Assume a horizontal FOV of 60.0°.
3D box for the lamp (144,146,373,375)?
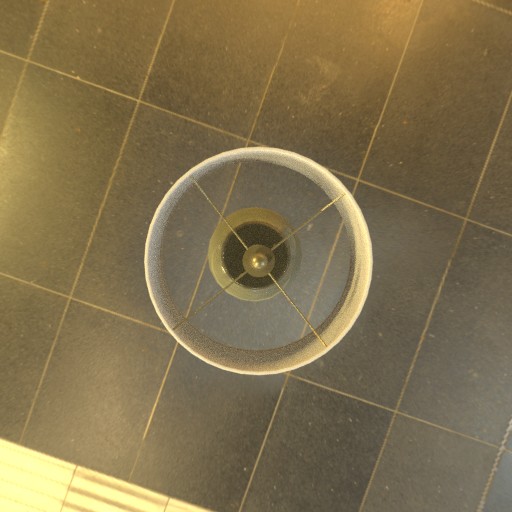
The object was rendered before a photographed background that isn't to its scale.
[{"bbox_3d":[0.000,0.000,0.563,0.239,0.399,0.239,0,91,-1],"label":"lamp"}]
